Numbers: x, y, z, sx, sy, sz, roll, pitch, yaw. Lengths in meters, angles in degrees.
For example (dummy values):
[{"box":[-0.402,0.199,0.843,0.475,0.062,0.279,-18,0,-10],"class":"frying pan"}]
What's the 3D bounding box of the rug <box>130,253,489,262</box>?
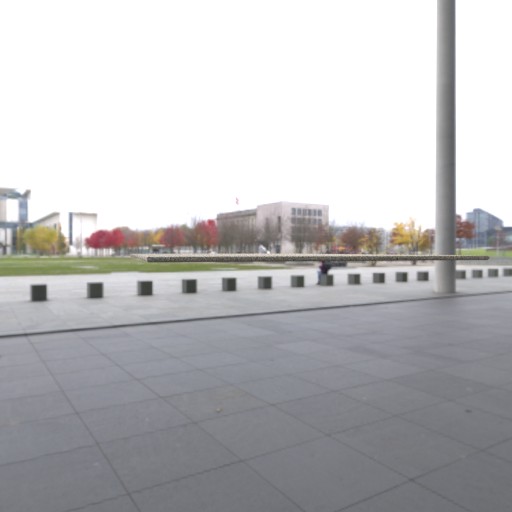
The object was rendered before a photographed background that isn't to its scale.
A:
[{"box":[0.000,0.000,3.413,1.800,0.025,2.699,0,1,-17],"class":"rug"}]
